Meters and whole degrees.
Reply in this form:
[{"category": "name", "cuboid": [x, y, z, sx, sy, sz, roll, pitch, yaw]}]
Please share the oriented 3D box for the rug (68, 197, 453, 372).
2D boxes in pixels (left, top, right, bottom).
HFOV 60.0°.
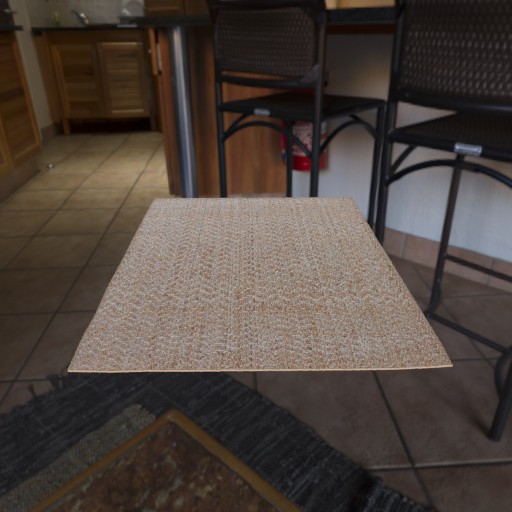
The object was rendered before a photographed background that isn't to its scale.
[{"category": "rug", "cuboid": [0.000, 0.000, 4.086, 2.439, 0.013, 3.048, -1, 28, -1]}]
